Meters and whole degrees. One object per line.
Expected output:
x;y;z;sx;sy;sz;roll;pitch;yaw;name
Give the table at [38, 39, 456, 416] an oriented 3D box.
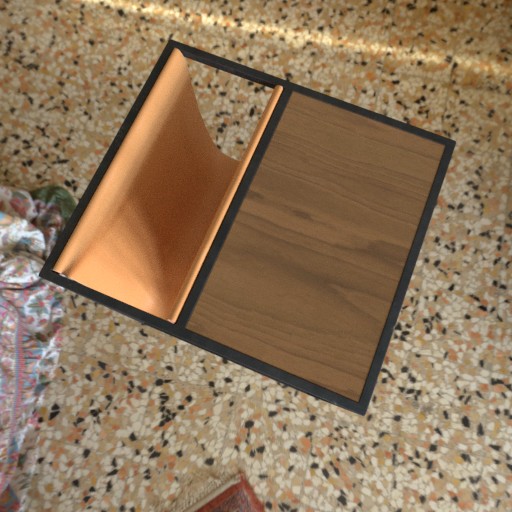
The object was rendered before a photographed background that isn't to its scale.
0.000;0.000;0.856;0.450;0.536;0.399;22;76;6;table
